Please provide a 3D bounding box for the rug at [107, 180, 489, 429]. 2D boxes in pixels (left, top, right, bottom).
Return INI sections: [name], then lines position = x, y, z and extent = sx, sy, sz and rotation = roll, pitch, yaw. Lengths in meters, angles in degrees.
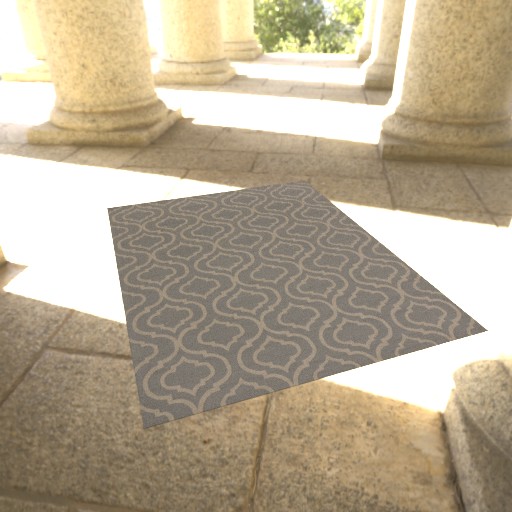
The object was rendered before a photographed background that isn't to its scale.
[rug]
position = 0.000, 0.000, 3.810
extent = 2.283, 0.006, 2.892
rotation = -11, 33, -17
